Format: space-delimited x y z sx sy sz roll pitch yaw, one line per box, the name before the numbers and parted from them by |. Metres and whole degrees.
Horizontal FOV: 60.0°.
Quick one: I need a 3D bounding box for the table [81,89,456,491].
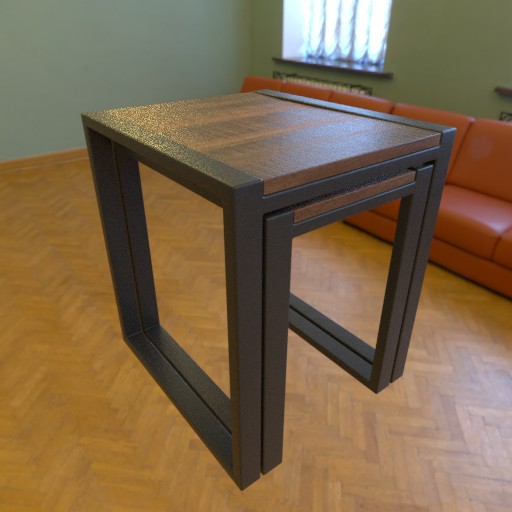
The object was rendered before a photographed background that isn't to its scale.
table | 0.000 0.000 0.914 0.449 0.550 0.500 -21 35 -32
